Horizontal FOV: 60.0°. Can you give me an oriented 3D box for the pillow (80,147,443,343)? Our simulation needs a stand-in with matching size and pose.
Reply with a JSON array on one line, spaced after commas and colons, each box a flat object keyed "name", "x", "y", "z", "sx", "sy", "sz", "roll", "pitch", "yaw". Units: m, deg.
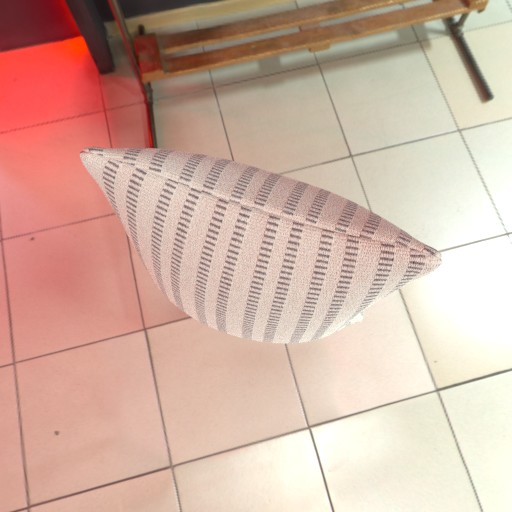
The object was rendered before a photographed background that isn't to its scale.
[{"name": "pillow", "x": 0.000, "y": 0.000, "z": 0.696, "sx": 0.438, "sy": 0.419, "sz": 0.247, "roll": 17, "pitch": 74, "yaw": 5}]
